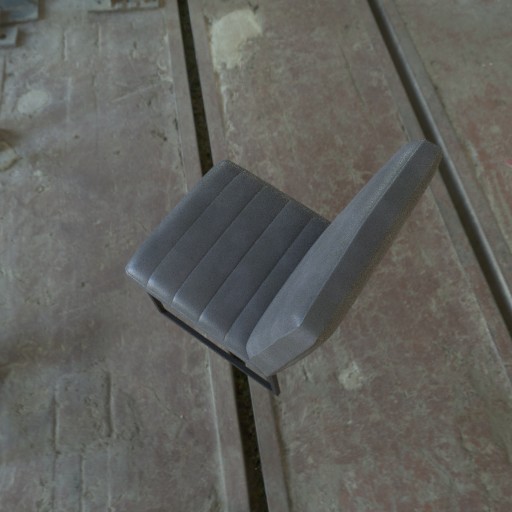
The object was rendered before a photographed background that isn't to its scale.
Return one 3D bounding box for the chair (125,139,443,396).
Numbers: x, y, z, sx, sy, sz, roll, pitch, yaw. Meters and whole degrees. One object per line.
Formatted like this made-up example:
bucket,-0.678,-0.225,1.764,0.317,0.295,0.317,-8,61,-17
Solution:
chair,0.000,0.000,1.314,0.634,0.930,0.520,32,69,14
